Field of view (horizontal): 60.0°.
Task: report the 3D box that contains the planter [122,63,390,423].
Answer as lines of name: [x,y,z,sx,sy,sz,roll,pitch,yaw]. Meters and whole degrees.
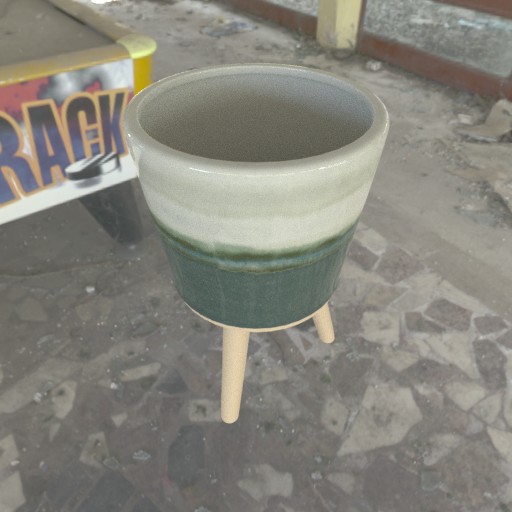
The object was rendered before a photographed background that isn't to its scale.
planter: [0.000,0.000,0.473,0.217,0.331,0.217,1,41,1]
